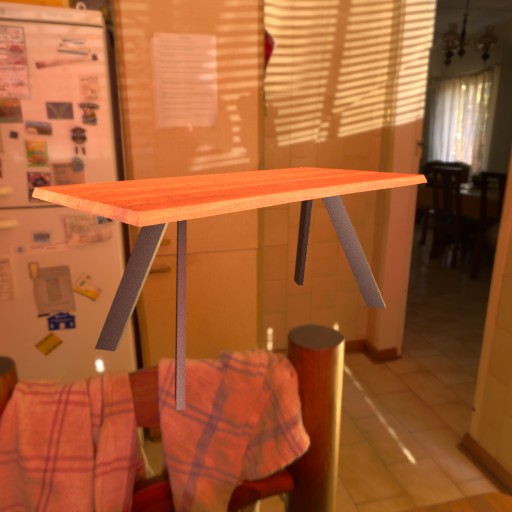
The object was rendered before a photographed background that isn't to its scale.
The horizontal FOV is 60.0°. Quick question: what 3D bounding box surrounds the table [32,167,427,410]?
[{"bbox_3d":[0.000,0.000,2.278,1.800,0.770,0.900,-14,21,-42],"label":"table"}]
